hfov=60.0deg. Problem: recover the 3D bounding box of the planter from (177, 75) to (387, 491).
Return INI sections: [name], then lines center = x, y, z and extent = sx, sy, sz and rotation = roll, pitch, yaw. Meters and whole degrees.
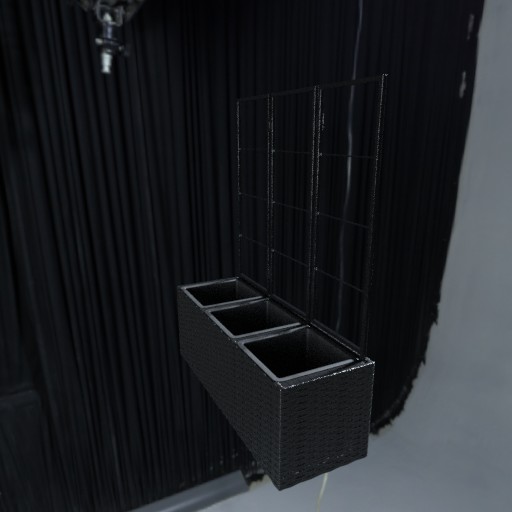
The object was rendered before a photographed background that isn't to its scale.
[planter]
center = 0.000, 0.000, 1.182
extent = 0.244, 0.841, 0.698
rotation = -8, 17, -26
